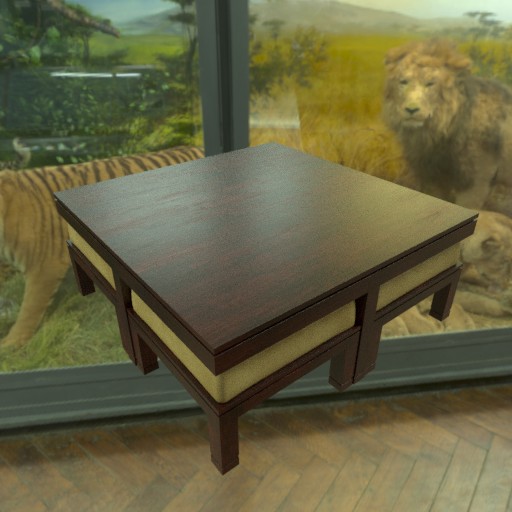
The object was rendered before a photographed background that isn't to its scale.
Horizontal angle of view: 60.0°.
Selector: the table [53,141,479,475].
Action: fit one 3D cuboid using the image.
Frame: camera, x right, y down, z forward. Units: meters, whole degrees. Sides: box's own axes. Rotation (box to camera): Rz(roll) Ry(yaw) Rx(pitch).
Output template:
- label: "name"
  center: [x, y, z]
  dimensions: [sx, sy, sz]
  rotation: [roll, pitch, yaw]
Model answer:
- label: "table"
  center: [0.000, 0.000, 1.356]
  dimensions: [0.865, 0.356, 0.865]
  rotation: [-22, 37, -32]
